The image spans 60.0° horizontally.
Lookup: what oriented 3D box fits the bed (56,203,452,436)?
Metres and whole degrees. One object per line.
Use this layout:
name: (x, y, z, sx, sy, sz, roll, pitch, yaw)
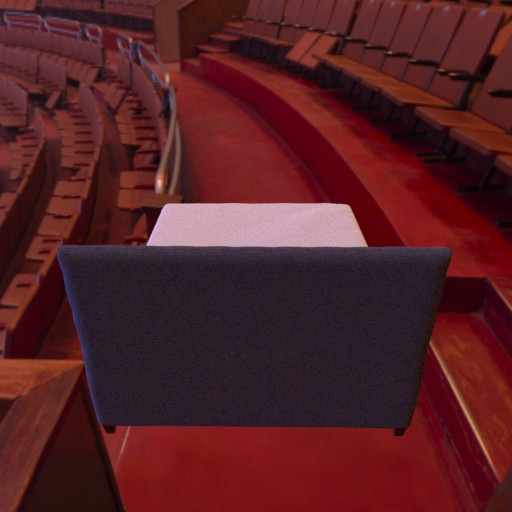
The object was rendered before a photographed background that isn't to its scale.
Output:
bed: (0.000, 0.000, 3.630, 2.078, 1.427, 2.387, 0, 31, 1)
